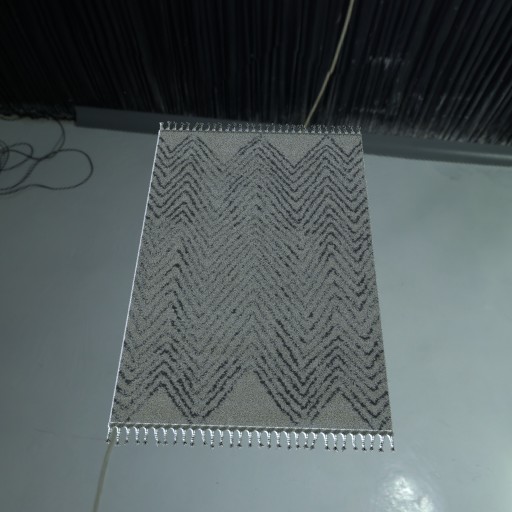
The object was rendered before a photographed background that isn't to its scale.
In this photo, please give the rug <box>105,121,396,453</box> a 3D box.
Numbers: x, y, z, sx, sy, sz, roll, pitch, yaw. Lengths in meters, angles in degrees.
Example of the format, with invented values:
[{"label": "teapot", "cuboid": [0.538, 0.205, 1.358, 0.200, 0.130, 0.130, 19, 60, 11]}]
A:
[{"label": "rug", "cuboid": [0.000, 0.000, 2.285, 1.230, 0.014, 1.847, 1, 62, 1]}]
